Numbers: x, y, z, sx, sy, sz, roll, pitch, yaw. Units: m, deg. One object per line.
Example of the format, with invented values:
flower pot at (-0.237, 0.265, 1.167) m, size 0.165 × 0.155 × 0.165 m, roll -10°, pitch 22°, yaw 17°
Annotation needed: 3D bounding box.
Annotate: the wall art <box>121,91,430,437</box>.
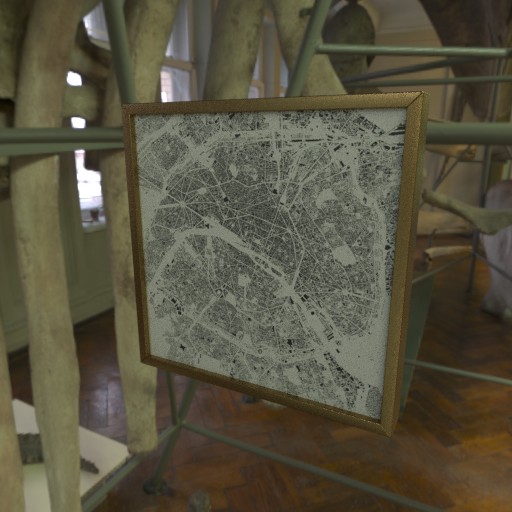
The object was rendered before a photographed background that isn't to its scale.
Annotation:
wall art at (0.000, 0.000, 0.457) m, size 0.305 × 0.305 × 0.037 m, roll 8°, pitch 17°, yaw 27°
